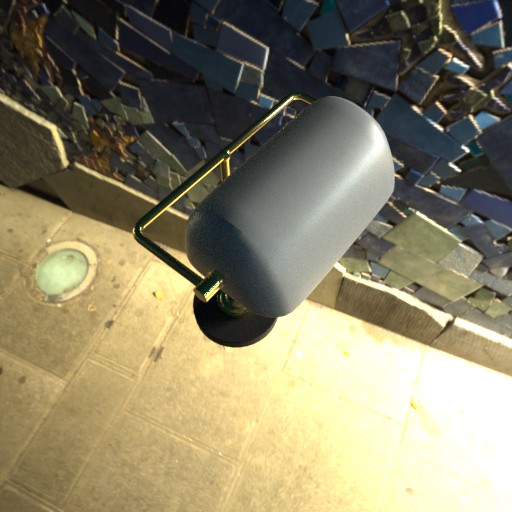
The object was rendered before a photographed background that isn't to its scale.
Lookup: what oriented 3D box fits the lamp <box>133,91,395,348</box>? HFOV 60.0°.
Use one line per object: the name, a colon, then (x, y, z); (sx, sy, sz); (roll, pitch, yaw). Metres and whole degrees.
lamp: (0.000, 0.000, 0.564); (0.227, 0.404, 0.269); (34, 64, 20)
